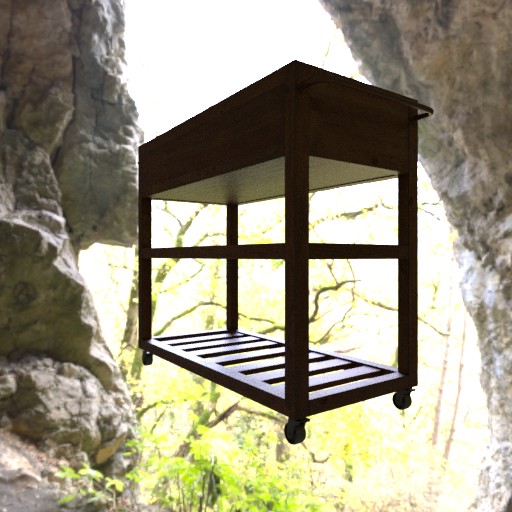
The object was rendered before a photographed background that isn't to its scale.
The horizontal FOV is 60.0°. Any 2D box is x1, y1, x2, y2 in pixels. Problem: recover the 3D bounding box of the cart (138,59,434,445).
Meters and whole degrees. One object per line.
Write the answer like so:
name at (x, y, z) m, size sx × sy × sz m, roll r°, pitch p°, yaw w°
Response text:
cart at (0.000, 0.000, 1.435) m, size 0.445 × 0.830 × 1.065 m, roll 0°, pitch 0°, yaw -35°
